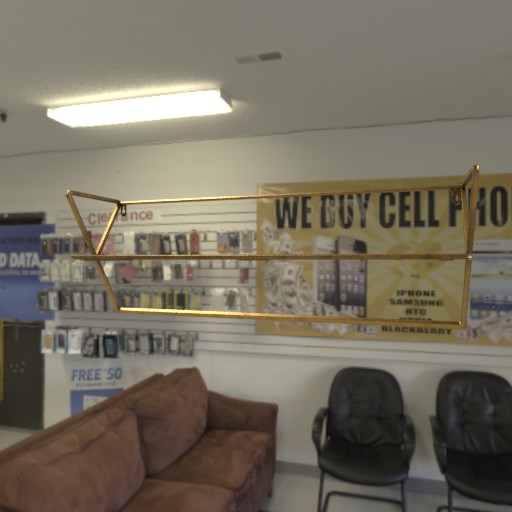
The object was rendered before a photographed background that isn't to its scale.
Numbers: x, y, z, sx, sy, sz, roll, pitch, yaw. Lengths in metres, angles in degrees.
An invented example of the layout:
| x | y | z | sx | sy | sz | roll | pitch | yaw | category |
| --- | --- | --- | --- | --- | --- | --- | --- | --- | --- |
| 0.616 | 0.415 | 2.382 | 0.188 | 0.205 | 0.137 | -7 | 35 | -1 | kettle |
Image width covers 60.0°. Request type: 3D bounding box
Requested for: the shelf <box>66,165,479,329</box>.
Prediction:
| x | y | z | sx | sy | sz | roll | pitch | yaw | category |
| --- | --- | --- | --- | --- | --- | --- | --- | --- | --- |
| 0.000 | 0.000 | 0.731 | 0.645 | 0.229 | 0.150 | 0 | -1 | 19 | shelf |
